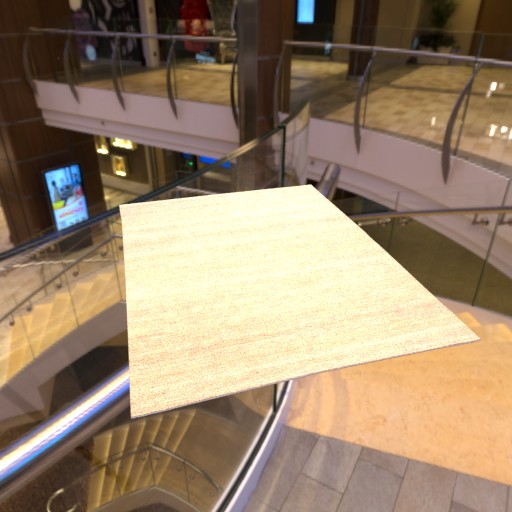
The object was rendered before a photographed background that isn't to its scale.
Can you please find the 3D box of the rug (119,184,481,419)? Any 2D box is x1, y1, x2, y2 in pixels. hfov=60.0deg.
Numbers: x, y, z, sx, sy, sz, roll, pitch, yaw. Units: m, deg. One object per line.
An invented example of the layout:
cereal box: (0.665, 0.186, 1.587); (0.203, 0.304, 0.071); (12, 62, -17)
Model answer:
rug: (0.000, 0.000, 4.240); (2.467, 0.046, 3.245); (-8, 31, -14)
